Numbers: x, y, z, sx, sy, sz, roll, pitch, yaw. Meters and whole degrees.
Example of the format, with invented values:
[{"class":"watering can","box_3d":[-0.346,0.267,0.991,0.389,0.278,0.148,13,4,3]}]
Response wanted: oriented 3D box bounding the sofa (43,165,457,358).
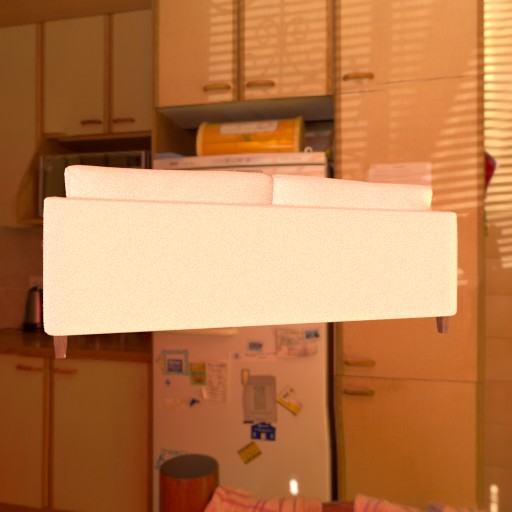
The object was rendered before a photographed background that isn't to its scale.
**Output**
[{"class":"sofa","box_3d":[0.000,0.000,2.832,2.361,0.962,0.951,0,0,-18]}]
